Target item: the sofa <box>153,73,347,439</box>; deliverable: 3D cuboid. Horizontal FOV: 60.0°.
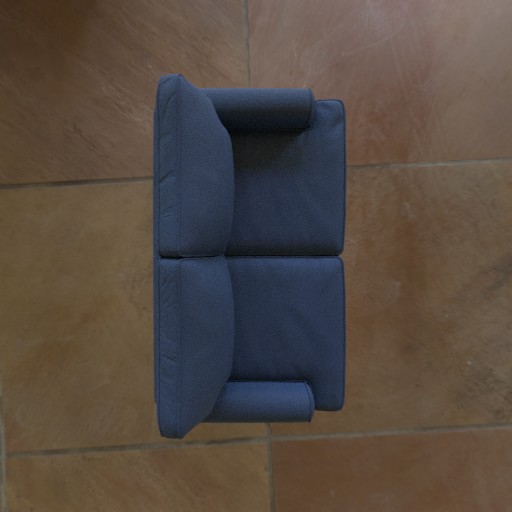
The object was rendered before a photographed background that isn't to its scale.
[{"bbox_3d":[0.000,0.000,2.267,0.965,0.965,1.651,0,91,0],"label":"sofa"}]
